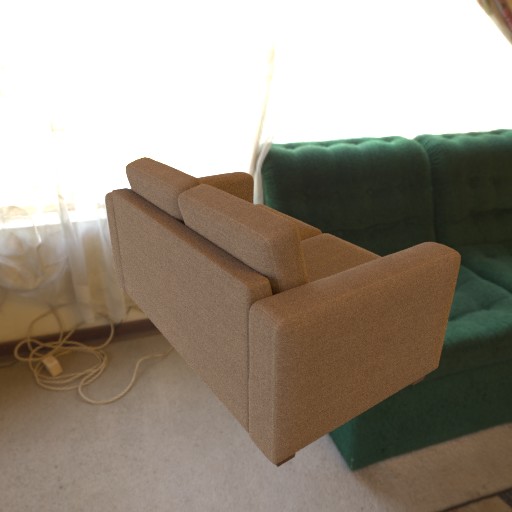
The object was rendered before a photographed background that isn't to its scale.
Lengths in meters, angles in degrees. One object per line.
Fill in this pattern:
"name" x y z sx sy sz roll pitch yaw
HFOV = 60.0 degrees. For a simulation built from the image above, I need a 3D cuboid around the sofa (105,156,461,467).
"sofa" 0.000 0.000 2.044 0.900 0.800 1.520 -16 29 -31
